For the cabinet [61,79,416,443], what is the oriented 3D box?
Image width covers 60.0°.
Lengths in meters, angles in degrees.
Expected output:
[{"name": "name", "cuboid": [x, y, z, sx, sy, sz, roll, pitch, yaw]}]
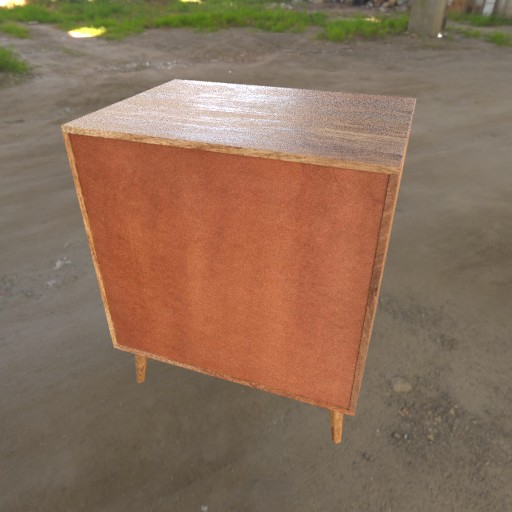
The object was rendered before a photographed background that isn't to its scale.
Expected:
[{"name": "cabinet", "cuboid": [0.000, 0.000, 1.172, 0.647, 0.758, 0.473, 11, 34, 17]}]
